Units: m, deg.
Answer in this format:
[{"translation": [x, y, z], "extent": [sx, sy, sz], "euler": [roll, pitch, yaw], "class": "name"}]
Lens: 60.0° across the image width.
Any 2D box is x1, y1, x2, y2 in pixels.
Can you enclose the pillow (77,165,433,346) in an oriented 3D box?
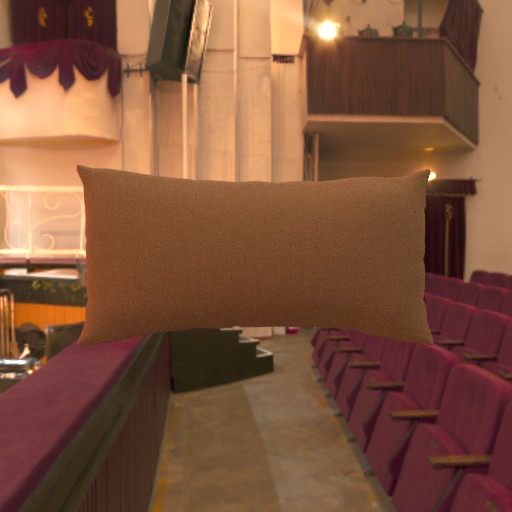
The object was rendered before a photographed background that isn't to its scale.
[{"translation": [0.000, 0.000, 0.757], "extent": [0.612, 0.308, 0.148], "euler": [0, 2, -1], "class": "pillow"}]
